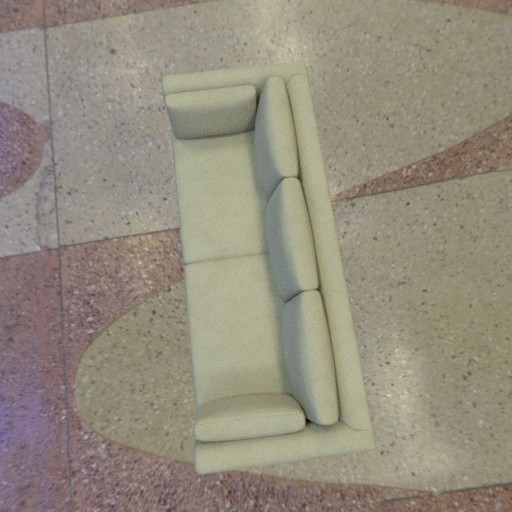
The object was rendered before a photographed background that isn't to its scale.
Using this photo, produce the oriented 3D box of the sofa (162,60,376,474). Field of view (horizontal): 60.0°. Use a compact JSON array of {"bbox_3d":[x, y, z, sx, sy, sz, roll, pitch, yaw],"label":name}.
[{"bbox_3d":[0.000,0.000,2.912,0.969,0.867,2.415,-7,75,-2],"label":"sofa"}]
